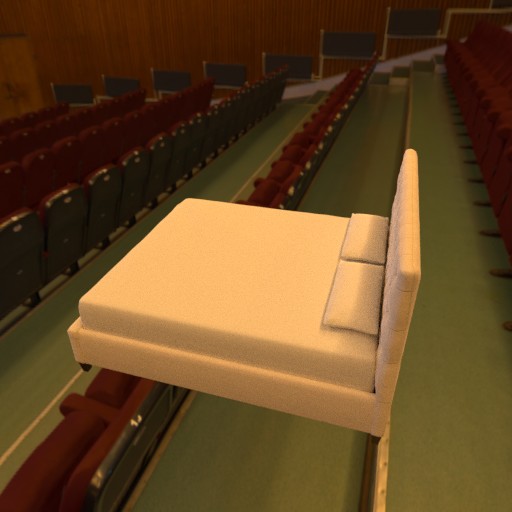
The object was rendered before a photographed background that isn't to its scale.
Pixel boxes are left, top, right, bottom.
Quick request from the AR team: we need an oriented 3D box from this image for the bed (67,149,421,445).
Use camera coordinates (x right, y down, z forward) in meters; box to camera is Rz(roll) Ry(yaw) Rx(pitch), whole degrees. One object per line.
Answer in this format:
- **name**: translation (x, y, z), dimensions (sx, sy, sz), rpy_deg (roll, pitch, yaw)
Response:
- **bed**: translation (0.000, 0.000, 3.739), dimensions (2.387, 1.427, 2.078), rpy_deg (9, 33, 14)
